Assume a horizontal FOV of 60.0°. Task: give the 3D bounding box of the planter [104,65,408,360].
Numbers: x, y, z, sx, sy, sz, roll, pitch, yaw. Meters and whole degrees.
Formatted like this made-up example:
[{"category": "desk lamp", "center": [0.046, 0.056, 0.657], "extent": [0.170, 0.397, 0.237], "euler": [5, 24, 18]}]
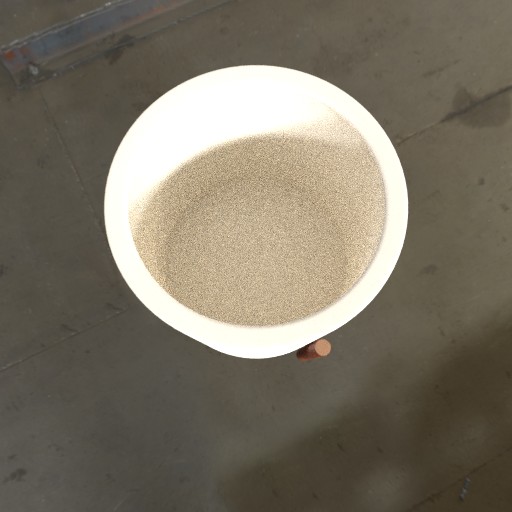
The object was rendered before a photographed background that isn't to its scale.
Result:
[{"category": "planter", "center": [0.000, 0.000, 0.933], "extent": [0.417, 0.670, 0.417], "euler": [17, 76, 4]}]
